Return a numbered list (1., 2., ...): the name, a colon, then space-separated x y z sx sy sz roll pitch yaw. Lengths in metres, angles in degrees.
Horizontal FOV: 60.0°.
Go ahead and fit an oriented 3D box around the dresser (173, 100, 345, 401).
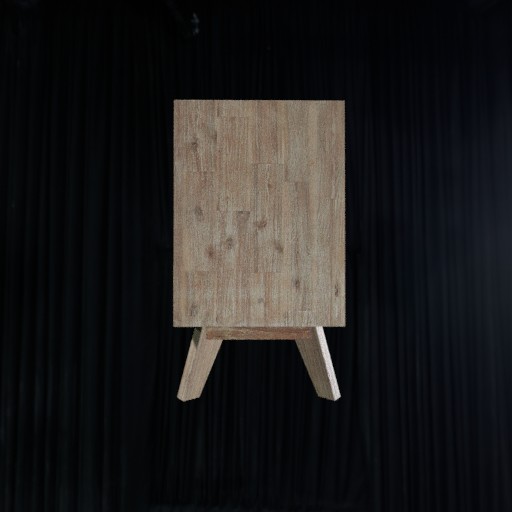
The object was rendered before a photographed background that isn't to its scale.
1. dresser: 0.000 0.000 1.949 0.455 0.805 1.554 0 -1 -1
